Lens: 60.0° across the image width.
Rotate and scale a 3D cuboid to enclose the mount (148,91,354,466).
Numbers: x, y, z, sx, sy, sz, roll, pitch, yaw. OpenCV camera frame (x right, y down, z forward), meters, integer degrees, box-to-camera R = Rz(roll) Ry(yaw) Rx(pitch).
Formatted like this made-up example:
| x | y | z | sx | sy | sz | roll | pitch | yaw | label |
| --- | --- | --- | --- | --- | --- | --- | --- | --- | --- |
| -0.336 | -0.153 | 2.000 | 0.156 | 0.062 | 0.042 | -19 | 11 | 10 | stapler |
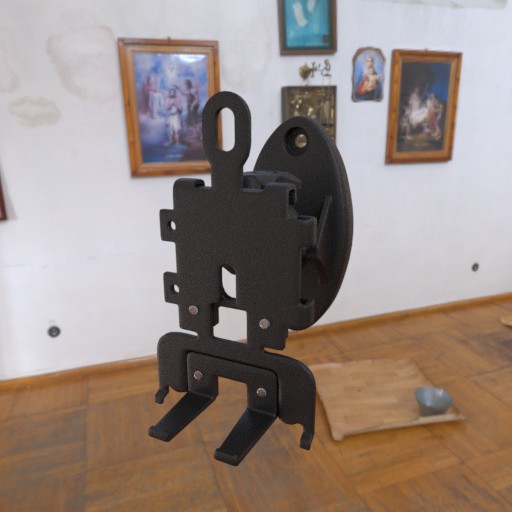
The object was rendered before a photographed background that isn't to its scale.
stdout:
| x | y | z | sx | sy | sz | roll | pitch | yaw | label |
| --- | --- | --- | --- | --- | --- | --- | --- | --- | --- |
| 0.000 | 0.000 | 0.173 | 0.066 | 0.118 | 0.100 | 7 | 17 | 25 | mount |
